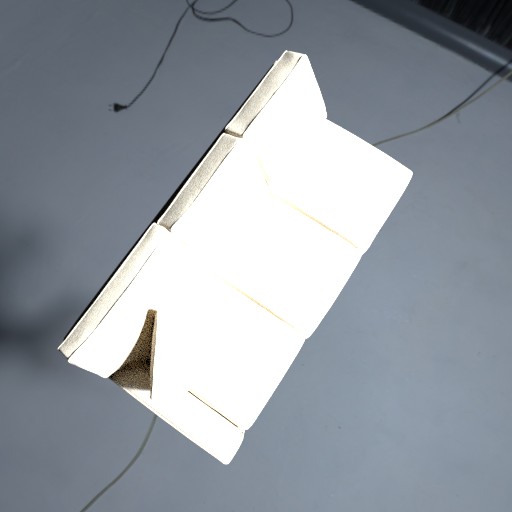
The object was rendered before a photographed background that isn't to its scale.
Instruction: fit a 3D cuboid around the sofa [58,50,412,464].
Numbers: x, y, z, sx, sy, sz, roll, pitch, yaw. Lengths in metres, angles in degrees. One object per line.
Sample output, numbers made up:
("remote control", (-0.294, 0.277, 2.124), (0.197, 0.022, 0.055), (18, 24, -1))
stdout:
("sofa", (0.000, 0.000, 2.552), (1.034, 0.946, 1.962), (33, 78, 8))
